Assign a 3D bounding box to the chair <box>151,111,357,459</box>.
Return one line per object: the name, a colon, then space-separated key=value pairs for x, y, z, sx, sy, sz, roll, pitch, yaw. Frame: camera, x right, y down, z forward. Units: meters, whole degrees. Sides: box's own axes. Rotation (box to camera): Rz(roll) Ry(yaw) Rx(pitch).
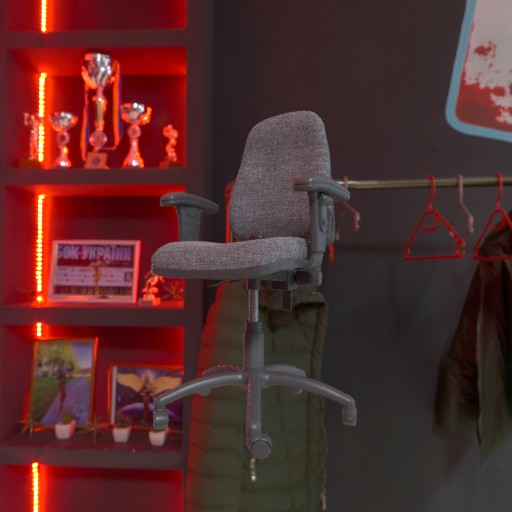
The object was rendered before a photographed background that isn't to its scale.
chair: x=0.000 y=0.000 z=1.280 sx=0.550 sy=0.910 sz=0.530 roll=-1 pitch=-1 yaw=36
